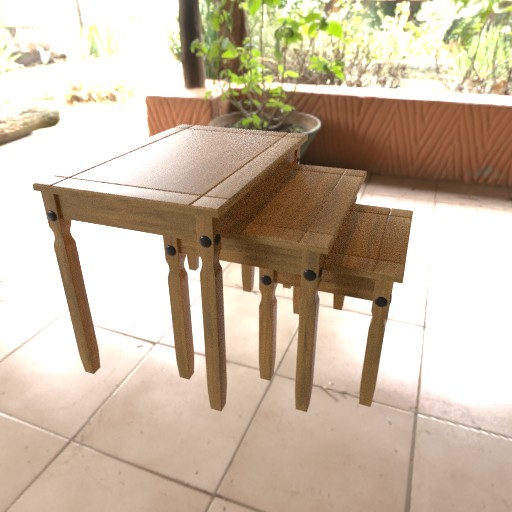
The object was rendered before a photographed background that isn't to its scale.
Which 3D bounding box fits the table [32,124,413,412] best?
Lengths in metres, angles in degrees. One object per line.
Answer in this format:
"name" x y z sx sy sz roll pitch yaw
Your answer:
"table" 0.000 0.000 1.222 0.773 0.535 0.660 10 29 18
